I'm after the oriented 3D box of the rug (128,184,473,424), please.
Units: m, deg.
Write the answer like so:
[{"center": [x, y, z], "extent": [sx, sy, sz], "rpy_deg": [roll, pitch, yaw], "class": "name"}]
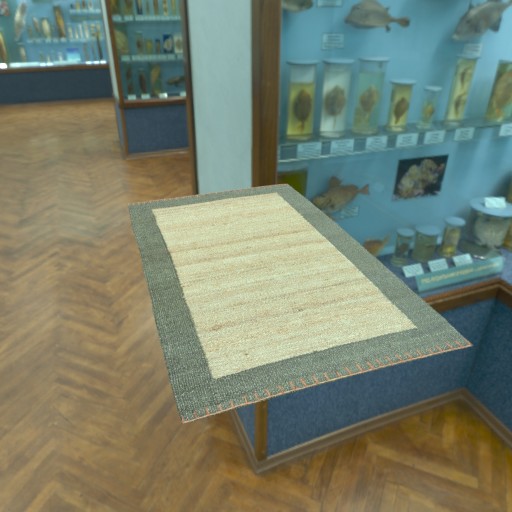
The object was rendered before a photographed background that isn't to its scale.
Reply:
[{"center": [0.000, 0.000, 3.032], "extent": [1.521, 0.006, 2.435], "rpy_deg": [-10, 31, -16], "class": "rug"}]
